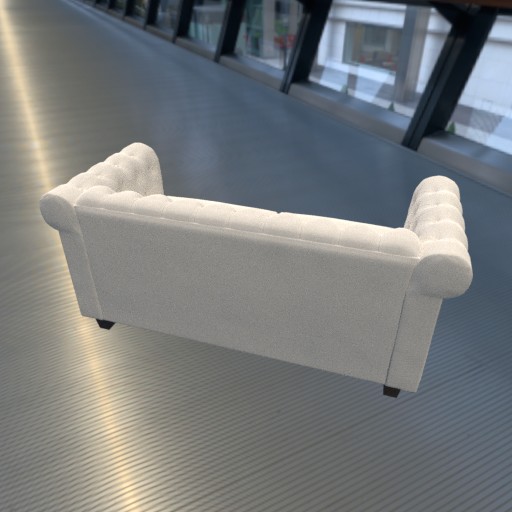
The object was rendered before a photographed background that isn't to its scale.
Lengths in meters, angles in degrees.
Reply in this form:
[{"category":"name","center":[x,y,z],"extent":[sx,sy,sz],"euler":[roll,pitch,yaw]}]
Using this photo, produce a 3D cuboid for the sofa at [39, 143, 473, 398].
[{"category":"sofa","center":[0.000,0.000,2.214],"extent":[1.798,0.796,0.771],"euler":[10,34,15]}]
